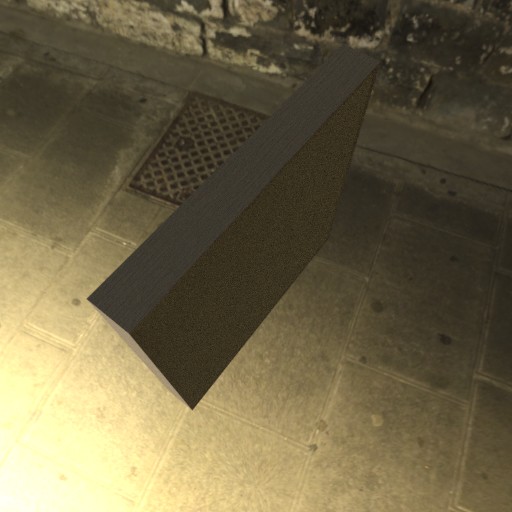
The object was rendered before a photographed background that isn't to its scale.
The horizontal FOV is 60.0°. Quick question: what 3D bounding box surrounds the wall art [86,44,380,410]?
[{"bbox_3d":[0.000,0.000,0.465,0.038,0.303,0.304,34,67,16],"label":"wall art"}]
